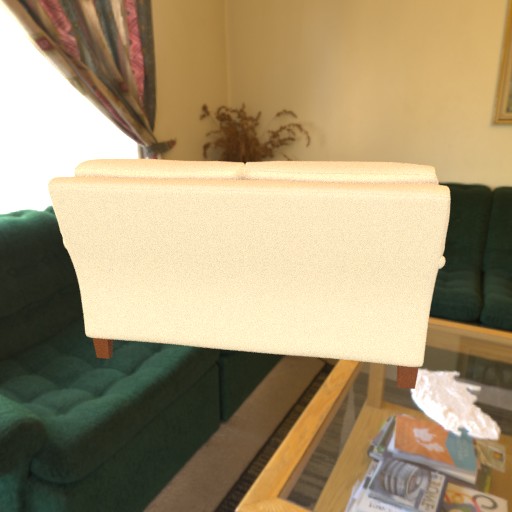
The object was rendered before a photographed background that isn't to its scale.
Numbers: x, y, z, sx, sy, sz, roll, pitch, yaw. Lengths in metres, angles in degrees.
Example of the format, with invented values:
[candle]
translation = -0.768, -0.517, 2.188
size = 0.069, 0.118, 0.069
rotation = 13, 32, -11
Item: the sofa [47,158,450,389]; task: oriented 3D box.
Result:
[sofa]
translation = 0.000, 0.000, 2.514
size = 1.853, 1.101, 1.084
rotation = 3, 16, 10
